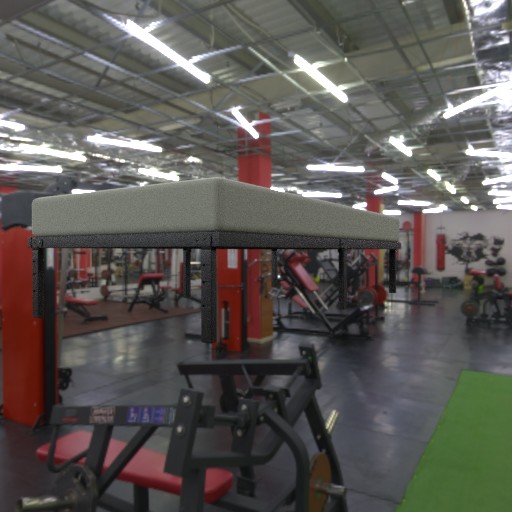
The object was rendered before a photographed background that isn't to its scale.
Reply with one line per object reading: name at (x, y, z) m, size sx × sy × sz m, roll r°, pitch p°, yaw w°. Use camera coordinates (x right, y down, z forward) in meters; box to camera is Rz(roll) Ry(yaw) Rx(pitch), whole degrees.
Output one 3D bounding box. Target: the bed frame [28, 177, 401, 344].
bed frame at (0.000, 0.000, 3.237) m, size 1.393 × 0.680 × 2.635 m, roll 0°, pitch 1°, yaw 33°
